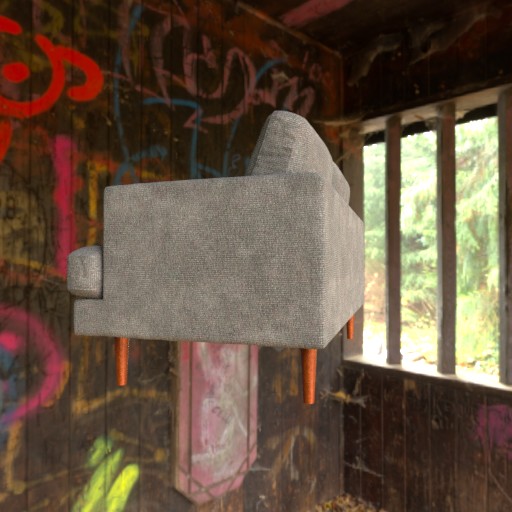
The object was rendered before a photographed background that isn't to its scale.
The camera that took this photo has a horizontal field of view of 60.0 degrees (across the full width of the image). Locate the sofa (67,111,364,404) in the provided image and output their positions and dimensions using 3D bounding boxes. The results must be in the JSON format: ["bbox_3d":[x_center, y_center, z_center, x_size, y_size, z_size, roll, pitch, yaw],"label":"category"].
[{"bbox_3d":[0.000,0.000,2.129,0.903,0.956,1.582,0,-1,18],"label":"sofa"}]
